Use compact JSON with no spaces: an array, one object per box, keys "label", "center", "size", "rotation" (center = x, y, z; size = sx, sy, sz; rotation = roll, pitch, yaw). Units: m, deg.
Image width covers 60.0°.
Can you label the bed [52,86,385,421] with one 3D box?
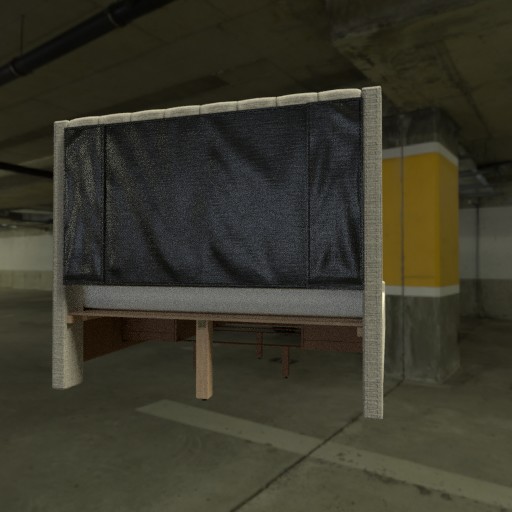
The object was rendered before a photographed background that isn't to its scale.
[{"label":"bed","center":[0.000,0.000,3.687],"size":[2.044,1.748,2.372],"rotation":[0,-1,17]}]
